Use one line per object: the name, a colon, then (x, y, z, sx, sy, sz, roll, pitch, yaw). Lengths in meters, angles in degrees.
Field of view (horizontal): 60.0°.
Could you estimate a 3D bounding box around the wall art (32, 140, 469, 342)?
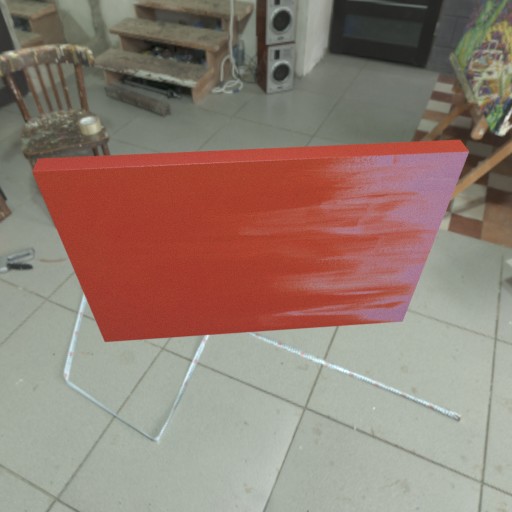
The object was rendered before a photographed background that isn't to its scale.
wall art: (0.000, 0.000, 0.768, 0.607, 0.405, 0.033, -3, 45, -3)
